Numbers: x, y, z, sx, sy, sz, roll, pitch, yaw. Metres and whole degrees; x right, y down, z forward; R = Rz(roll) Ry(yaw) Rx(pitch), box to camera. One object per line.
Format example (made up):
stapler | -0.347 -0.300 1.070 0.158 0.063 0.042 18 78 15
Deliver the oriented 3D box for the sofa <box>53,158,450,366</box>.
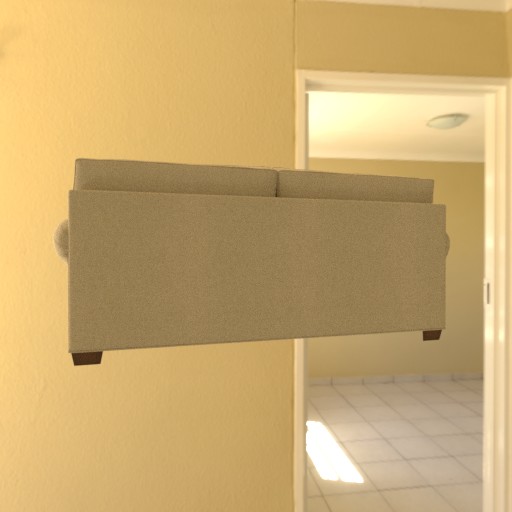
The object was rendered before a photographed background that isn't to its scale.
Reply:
sofa | 0.000 0.000 2.644 2.146 0.962 0.901 0 1 -17
